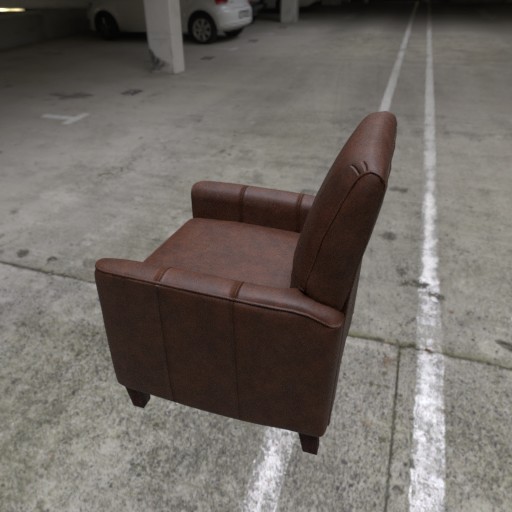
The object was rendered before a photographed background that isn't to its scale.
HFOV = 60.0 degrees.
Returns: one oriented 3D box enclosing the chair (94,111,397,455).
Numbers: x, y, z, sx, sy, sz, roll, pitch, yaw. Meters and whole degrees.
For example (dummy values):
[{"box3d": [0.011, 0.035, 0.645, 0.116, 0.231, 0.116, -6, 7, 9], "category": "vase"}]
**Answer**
[{"box3d": [0.000, 0.000, 1.620, 0.850, 1.010, 0.839, 9, 31, 15], "category": "chair"}]
